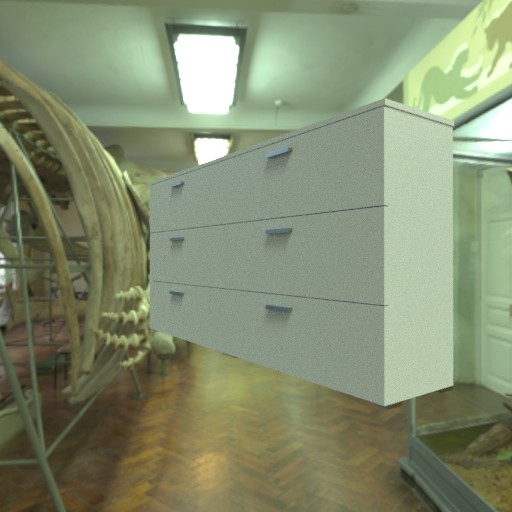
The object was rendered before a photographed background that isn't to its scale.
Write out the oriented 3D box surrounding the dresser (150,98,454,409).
[{"bbox_3d":[0.000,0.000,1.828,0.333,0.790,1.535,0,0,-36],"label":"dresser"}]
